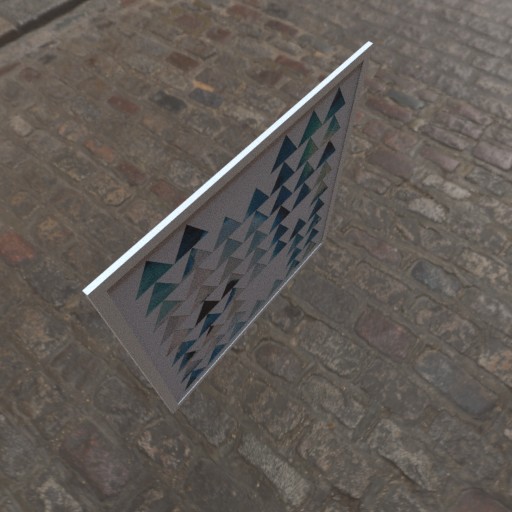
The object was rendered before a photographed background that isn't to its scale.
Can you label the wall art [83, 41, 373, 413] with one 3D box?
[{"bbox_3d":[0.000,0.000,0.661,0.007,0.456,0.456,35,65,19],"label":"wall art"}]
